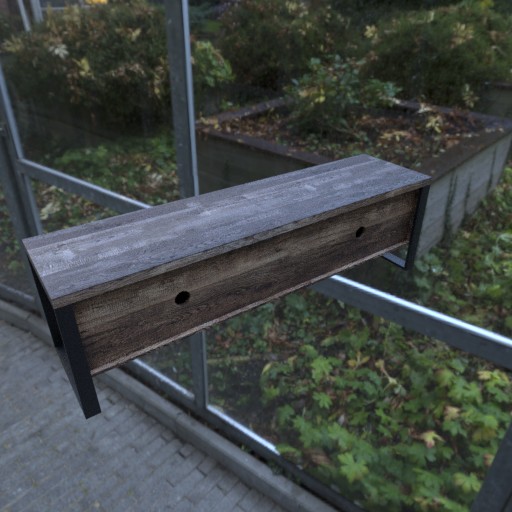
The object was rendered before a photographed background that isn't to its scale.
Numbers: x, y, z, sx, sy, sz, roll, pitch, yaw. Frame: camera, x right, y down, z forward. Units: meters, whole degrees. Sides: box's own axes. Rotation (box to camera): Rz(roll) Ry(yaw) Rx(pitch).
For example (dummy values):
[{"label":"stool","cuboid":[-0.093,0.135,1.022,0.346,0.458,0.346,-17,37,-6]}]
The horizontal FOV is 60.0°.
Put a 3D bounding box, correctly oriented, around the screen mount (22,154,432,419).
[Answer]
[{"label":"screen mount","cuboid":[0.000,0.000,1.742,1.524,0.450,0.395,-19,36,-29]}]
